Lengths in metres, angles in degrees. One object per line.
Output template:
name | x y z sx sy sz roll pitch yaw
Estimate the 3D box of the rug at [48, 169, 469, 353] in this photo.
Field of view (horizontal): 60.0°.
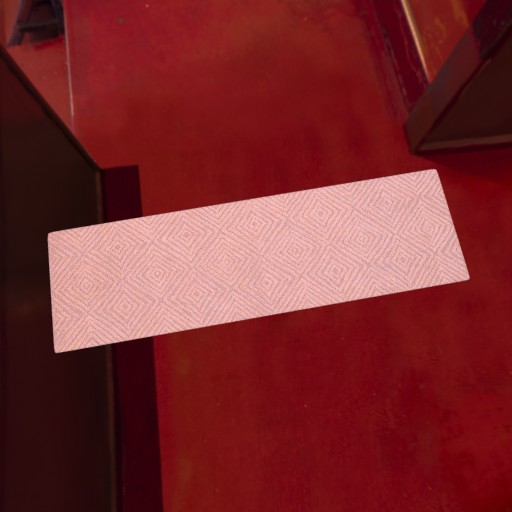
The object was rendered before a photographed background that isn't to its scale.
rug | 0.000 0.000 2.478 2.277 0.008 0.676 -10 75 -3
